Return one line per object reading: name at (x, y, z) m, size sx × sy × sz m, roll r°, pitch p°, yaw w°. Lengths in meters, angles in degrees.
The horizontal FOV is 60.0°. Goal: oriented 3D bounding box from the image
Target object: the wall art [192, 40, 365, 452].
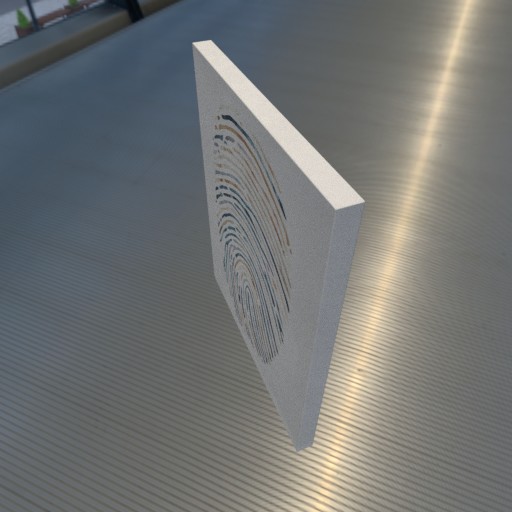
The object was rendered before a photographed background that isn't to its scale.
wall art at (0.000, 0.000, 0.831) m, size 0.037 × 0.606 × 0.508 m, roll -16°, pitch 47°, yaw -16°
